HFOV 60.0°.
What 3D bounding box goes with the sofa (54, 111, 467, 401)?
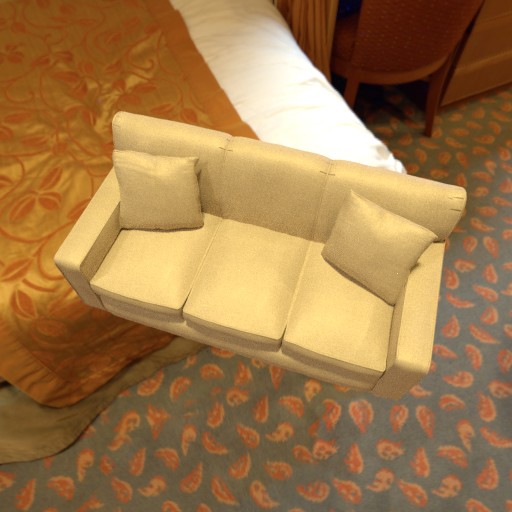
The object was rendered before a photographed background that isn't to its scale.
[{"bbox_3d":[0.000,0.000,2.586,2.024,0.958,0.997,15,59,9],"label":"sofa"}]
